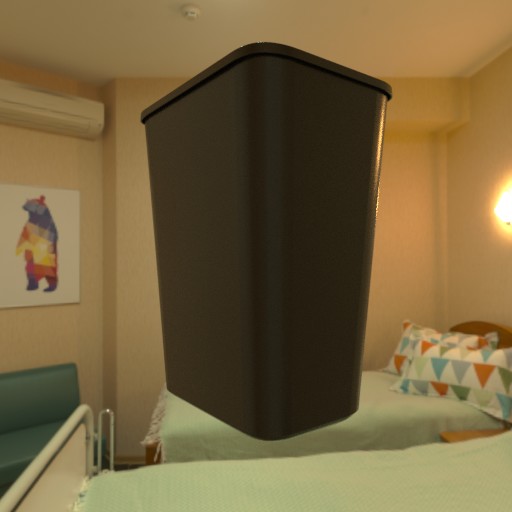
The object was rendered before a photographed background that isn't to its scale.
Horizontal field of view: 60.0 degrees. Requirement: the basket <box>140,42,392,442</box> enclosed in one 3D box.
[{"bbox_3d":[0.000,0.000,0.760,0.287,0.521,0.394,0,0,-37],"label":"basket"}]
